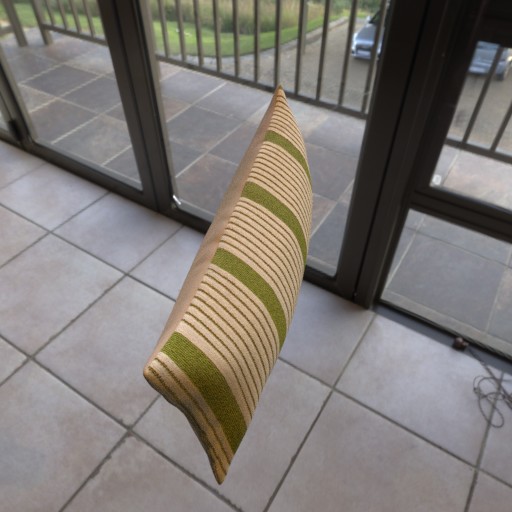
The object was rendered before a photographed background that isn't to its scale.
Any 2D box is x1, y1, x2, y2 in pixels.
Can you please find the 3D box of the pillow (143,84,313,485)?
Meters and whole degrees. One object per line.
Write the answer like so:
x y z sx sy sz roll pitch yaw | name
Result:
0.000 0.000 0.712 0.156 0.292 0.608 10 48 10 | pillow
